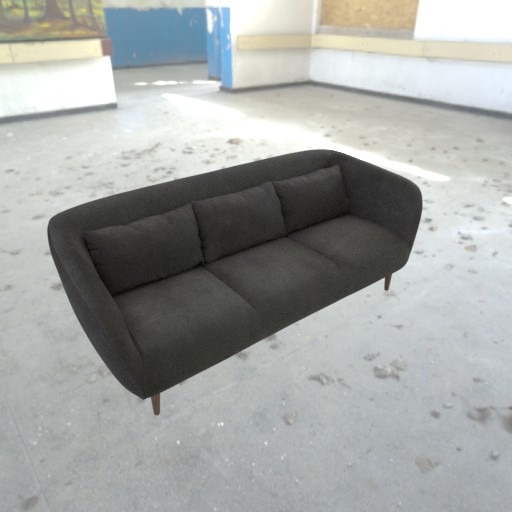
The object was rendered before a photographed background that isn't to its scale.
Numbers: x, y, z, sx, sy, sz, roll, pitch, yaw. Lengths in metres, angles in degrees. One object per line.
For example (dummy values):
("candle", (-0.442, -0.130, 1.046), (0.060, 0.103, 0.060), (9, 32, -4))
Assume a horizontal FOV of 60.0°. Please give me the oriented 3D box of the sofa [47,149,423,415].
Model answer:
("sofa", (0.000, 0.000, 2.763), (2.296, 0.875, 0.956), (-21, 35, -32))
